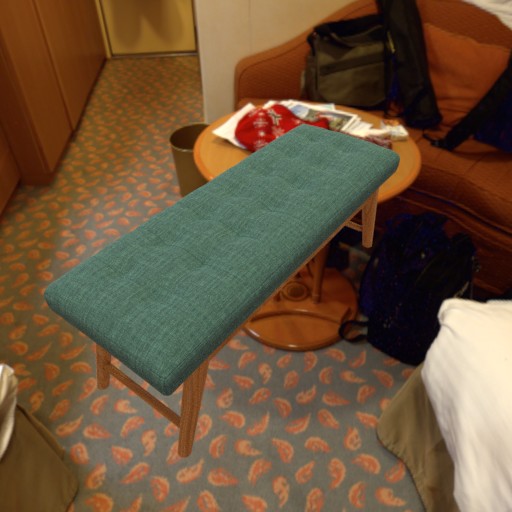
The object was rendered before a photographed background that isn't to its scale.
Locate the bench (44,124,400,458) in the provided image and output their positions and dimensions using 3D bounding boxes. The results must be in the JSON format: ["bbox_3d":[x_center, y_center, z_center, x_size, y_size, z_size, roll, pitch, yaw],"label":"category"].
[{"bbox_3d":[0.000,0.000,1.378,0.406,0.432,1.118,26,47,27],"label":"bench"}]
